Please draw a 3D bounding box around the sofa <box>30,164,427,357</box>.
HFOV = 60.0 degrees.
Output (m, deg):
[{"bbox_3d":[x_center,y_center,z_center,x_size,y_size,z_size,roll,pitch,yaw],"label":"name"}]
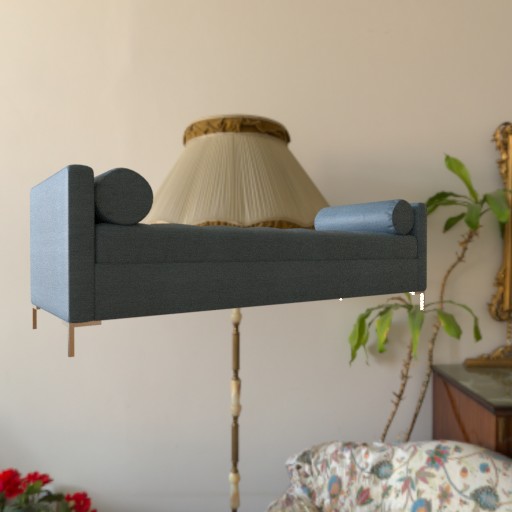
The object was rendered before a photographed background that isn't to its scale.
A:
[{"bbox_3d":[0.000,0.000,2.268,1.981,0.635,0.686,0,1,-36],"label":"sofa"}]
